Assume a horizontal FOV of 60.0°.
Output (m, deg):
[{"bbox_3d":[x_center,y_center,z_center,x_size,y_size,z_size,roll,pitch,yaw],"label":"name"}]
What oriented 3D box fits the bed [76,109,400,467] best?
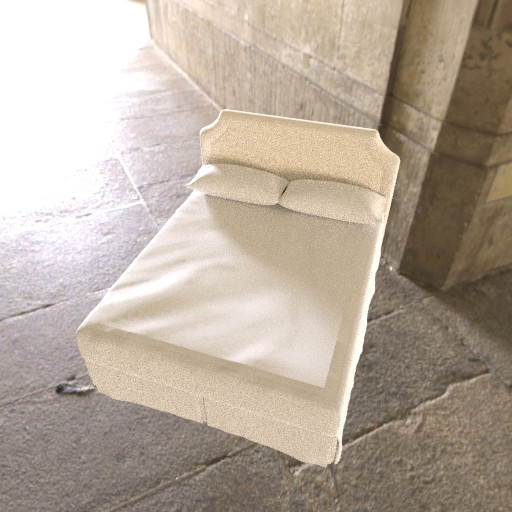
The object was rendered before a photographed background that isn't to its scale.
[{"bbox_3d":[0.000,0.000,3.899,2.134,1.524,2.548,12,41,14],"label":"bed"}]
